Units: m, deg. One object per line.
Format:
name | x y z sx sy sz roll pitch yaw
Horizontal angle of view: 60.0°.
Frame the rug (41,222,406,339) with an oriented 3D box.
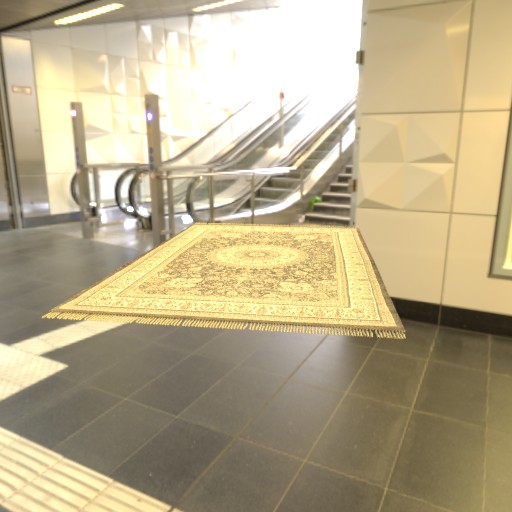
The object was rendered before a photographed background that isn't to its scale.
rug | 0.000 0.000 4.141 2.143 0.015 3.422 2 14 8
